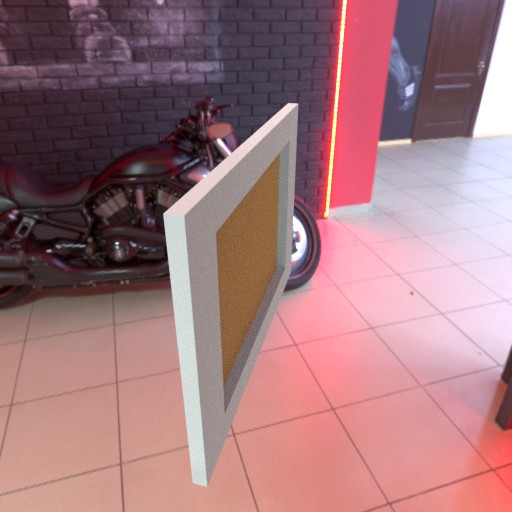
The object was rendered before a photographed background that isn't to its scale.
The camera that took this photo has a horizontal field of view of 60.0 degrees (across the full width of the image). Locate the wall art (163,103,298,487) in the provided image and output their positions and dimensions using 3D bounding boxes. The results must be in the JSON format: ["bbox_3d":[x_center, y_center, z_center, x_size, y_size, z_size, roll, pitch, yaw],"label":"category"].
[{"bbox_3d":[0.000,0.000,1.165,0.033,0.617,0.906,7,30,13],"label":"wall art"}]
